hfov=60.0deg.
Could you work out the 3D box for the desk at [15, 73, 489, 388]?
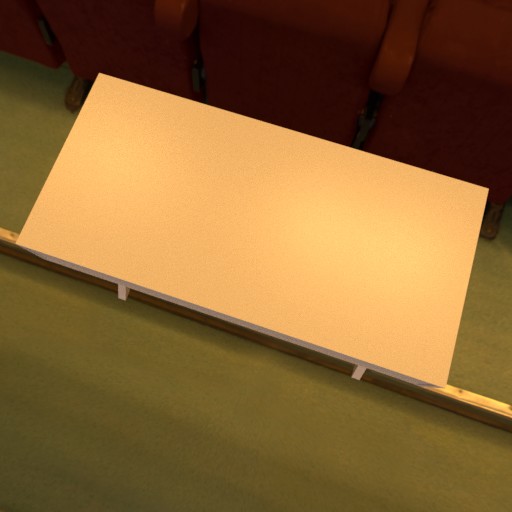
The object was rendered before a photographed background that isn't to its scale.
[{"bbox_3d":[0.000,0.000,1.465,1.059,0.780,0.509,18,76,5],"label":"desk"}]
